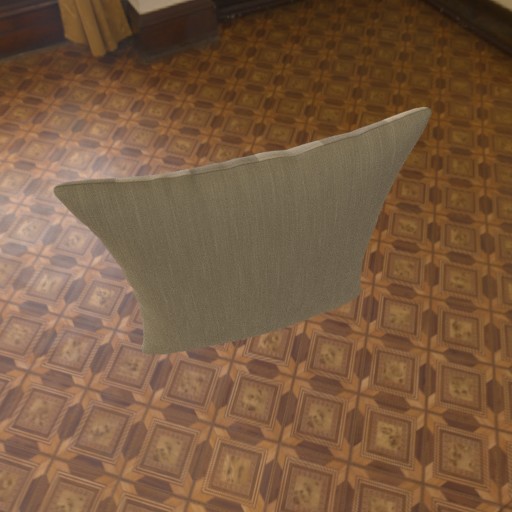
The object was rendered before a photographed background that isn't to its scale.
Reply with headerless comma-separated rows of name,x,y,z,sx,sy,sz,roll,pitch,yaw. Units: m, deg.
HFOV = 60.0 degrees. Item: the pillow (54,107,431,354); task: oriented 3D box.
pillow,0.000,0.000,0.782,0.511,0.509,0.161,-14,57,-10
